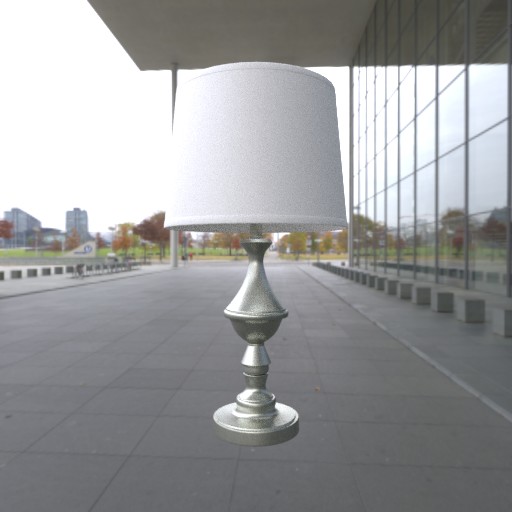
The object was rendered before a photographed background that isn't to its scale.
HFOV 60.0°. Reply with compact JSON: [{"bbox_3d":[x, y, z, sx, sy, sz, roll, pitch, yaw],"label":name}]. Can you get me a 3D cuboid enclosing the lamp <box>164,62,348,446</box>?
[{"bbox_3d":[0.000,0.000,0.942,0.383,0.733,0.383,0,1,0],"label":"lamp"}]
